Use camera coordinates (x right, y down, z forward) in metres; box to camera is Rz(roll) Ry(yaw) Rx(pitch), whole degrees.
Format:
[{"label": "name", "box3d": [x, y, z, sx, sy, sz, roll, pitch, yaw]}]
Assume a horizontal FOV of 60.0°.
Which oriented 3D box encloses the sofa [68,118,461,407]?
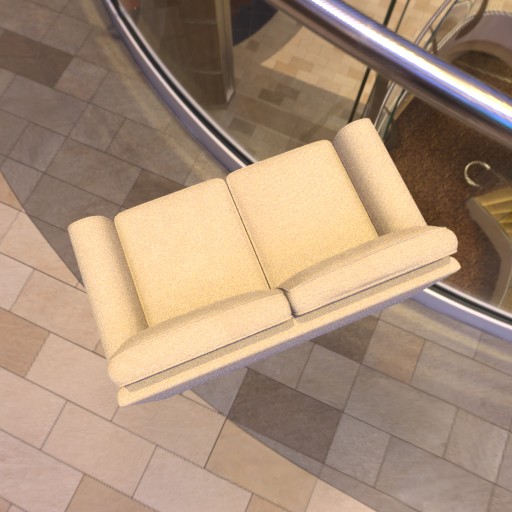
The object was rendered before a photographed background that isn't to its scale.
[{"label": "sofa", "box3d": [0.000, 0.000, 2.378, 1.727, 0.940, 0.991, -21, 75, -6]}]
